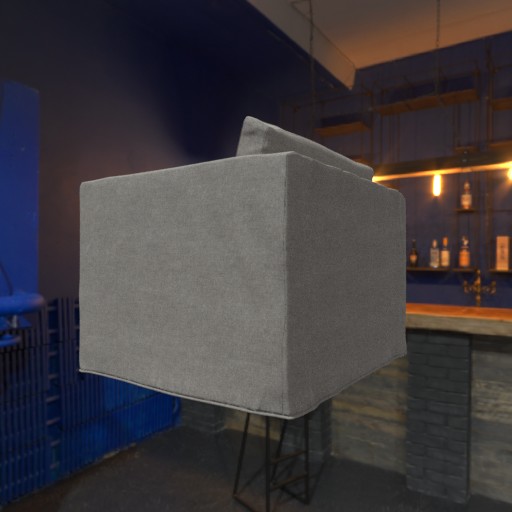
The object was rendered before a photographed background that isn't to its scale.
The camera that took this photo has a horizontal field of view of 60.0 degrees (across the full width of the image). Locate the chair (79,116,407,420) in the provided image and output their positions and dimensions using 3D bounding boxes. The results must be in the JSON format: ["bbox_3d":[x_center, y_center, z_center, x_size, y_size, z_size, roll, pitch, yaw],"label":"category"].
[{"bbox_3d":[0.000,0.000,1.817,0.949,0.863,1.057,0,0,35],"label":"chair"}]
